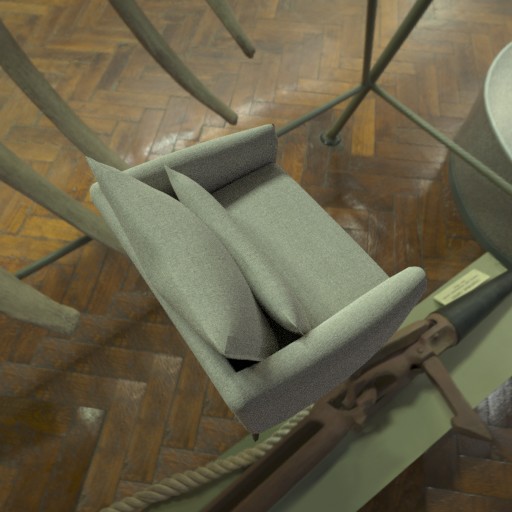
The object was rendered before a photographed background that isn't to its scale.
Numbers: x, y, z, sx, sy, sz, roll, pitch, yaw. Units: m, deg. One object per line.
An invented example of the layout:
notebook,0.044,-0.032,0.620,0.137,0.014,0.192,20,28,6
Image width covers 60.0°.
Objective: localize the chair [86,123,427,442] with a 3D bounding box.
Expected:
chair,0.000,0.000,1.654,0.801,0.856,1.029,-32,64,-17
